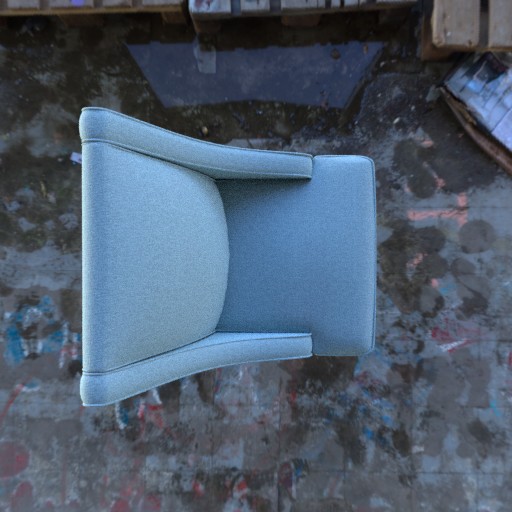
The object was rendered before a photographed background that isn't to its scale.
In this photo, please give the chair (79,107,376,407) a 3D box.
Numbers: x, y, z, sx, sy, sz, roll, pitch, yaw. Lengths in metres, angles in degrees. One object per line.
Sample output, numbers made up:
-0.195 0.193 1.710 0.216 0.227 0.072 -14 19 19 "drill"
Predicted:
0.000 0.000 1.813 1.025 1.133 0.857 0 90 0 "chair"
